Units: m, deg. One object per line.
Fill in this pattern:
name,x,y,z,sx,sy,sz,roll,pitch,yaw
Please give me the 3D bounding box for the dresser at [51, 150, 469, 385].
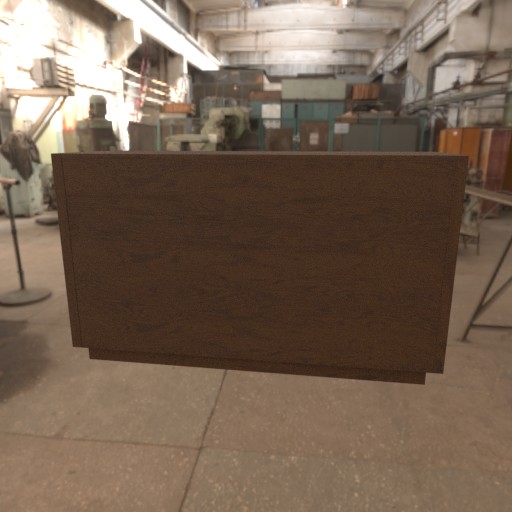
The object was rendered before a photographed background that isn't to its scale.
dresser,0.000,0.000,1.953,1.523,0.889,0.512,2,15,8
